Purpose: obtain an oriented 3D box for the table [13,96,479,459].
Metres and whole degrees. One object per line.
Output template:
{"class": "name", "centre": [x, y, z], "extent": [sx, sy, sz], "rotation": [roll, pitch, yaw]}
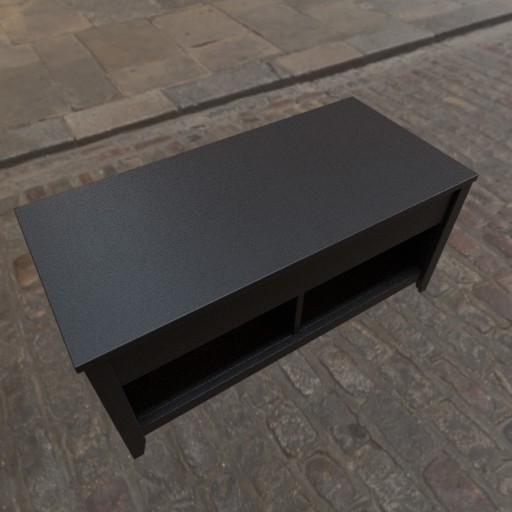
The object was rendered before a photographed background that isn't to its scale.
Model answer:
{"class": "table", "centre": [0.000, 0.000, 1.229], "extent": [1.016, 0.457, 0.483], "rotation": [-24, 51, -21]}
